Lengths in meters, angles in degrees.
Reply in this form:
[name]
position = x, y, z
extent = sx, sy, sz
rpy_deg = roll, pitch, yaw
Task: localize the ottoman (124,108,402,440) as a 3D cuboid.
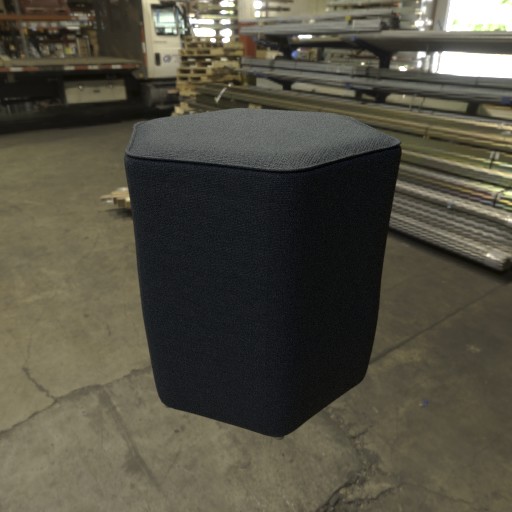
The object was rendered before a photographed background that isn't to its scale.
[ottoman]
position = 0.000, 0.000, 0.879
extent = 0.492, 0.505, 0.454
rpy_deg = -18, 32, -32
